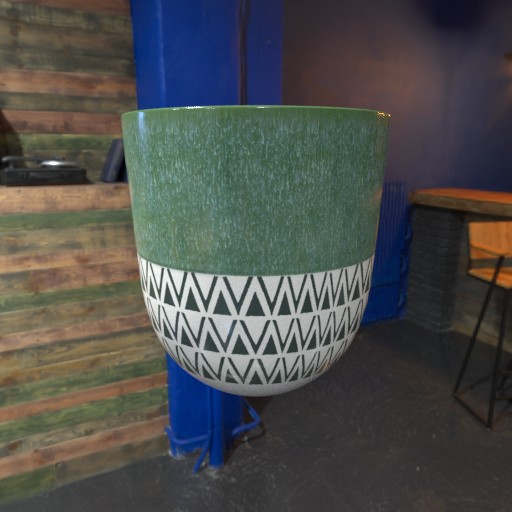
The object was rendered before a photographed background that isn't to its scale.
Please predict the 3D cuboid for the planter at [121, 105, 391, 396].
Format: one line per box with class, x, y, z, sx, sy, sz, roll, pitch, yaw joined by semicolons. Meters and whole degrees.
planter;0.000;0.000;0.358;0.195;0.214;0.195;0;14;0
